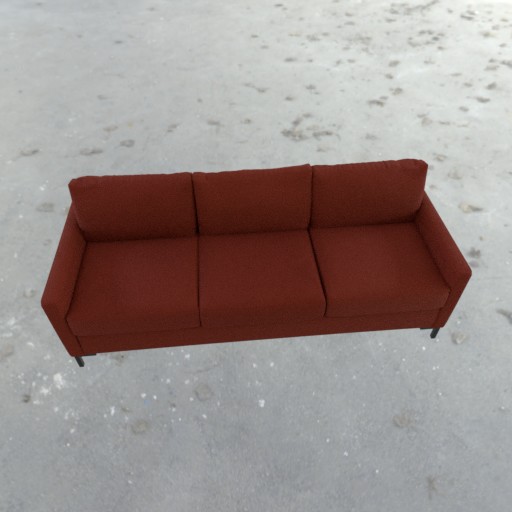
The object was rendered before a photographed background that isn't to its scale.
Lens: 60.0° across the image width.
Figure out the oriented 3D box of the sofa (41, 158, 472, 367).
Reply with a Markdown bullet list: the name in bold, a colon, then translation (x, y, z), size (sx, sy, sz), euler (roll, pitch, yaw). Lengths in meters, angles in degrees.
- **sofa**: translation (0.000, 0.000, 2.667), size (2.252, 0.879, 0.875), euler (-4, 46, -4)
